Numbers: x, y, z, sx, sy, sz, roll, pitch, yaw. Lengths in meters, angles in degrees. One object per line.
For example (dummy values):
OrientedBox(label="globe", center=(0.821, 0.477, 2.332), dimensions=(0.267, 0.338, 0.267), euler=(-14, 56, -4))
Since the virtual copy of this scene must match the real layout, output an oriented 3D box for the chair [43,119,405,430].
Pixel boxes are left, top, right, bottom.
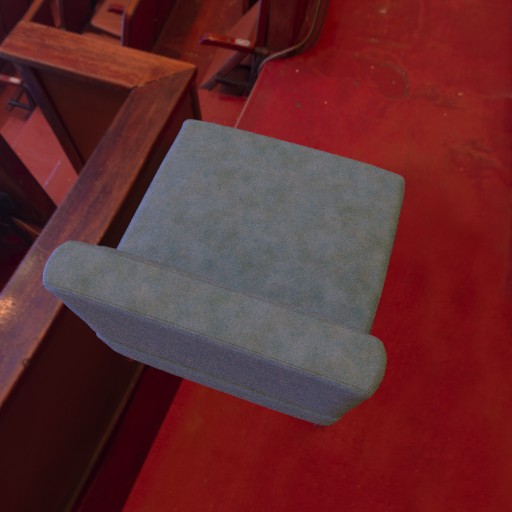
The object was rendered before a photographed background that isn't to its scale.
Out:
OrientedBox(label="chair", center=(0.000, 0.000, 1.209), dimensions=(0.684, 0.660, 0.685), euler=(17, 65, 8))
